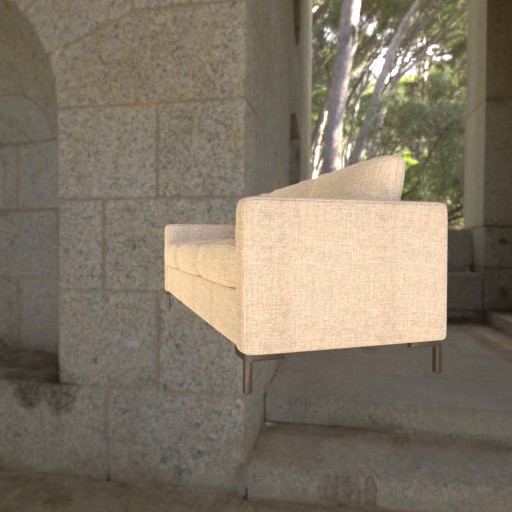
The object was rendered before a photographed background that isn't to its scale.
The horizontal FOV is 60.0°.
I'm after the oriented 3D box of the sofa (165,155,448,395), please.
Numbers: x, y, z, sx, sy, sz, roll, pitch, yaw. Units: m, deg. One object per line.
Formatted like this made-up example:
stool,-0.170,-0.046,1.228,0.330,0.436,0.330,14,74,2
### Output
sofa,0.000,0.000,2.634,0.859,0.874,2.218,0,1,-18
